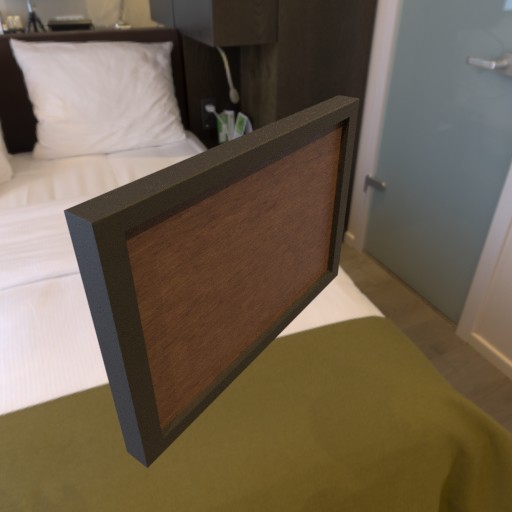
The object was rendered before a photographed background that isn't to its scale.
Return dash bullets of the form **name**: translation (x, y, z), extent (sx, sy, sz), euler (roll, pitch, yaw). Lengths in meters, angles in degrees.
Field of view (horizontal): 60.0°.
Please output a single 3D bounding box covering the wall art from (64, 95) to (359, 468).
- **wall art**: translation (0.000, 0.000, 0.839), extent (0.051, 0.456, 0.671), euler (22, 39, 30)
